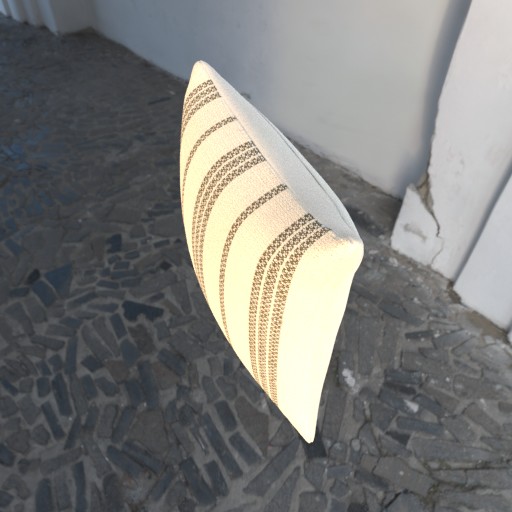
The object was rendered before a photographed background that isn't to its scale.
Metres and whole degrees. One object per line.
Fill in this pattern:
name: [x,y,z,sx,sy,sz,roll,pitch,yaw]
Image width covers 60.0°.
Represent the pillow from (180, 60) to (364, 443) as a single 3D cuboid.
pillow: [0.000,0.000,0.632,0.173,0.406,0.405,-18,49,-16]
